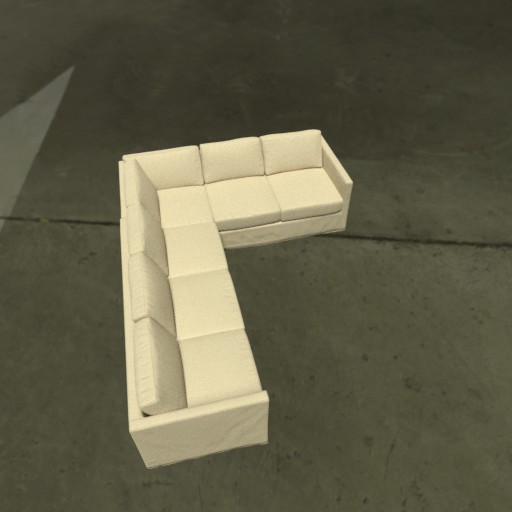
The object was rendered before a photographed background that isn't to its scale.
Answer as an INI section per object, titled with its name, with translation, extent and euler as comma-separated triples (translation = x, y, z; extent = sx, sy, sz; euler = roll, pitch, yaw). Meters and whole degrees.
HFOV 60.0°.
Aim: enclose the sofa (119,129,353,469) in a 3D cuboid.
[sofa]
translation = 0.000, 0.000, 4.262
extent = 2.432, 0.871, 3.182
euler = -10, 46, -10
